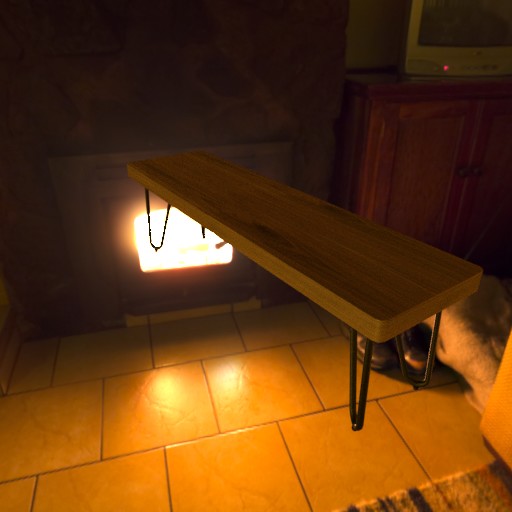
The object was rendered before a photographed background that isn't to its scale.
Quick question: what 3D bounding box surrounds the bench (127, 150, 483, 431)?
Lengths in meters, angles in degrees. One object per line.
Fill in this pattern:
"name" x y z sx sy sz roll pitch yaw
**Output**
"bench" 0.000 0.000 1.766 0.425 0.462 1.570 -18 33 -31
